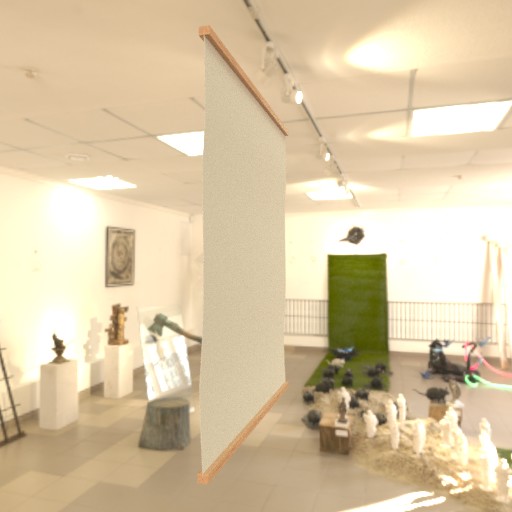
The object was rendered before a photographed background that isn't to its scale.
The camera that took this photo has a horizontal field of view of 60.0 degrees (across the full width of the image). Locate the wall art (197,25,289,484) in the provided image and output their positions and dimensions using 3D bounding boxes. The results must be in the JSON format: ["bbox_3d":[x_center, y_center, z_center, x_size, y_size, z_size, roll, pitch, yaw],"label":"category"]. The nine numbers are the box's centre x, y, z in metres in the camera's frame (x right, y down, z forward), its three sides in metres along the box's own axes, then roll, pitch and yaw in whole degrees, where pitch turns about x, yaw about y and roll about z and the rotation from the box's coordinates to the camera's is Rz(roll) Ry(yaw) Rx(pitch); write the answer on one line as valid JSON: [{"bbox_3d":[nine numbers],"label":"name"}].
[{"bbox_3d":[0.000,0.000,0.686,0.013,0.508,0.406,0,-1,17],"label":"wall art"}]
